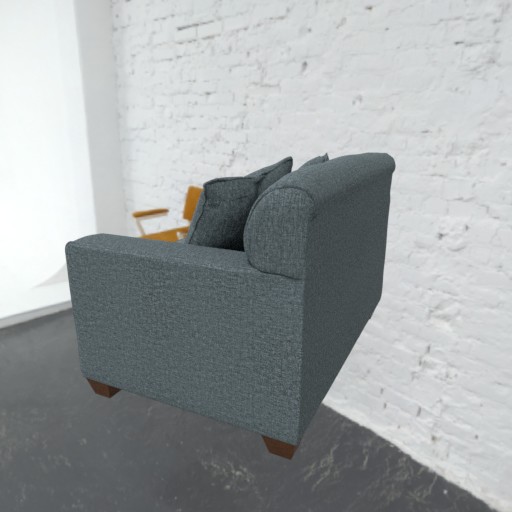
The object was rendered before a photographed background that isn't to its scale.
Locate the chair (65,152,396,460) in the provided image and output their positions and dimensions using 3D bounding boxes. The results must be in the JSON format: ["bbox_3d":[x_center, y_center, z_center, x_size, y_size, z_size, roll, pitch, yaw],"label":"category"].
[{"bbox_3d":[0.000,0.000,2.077,1.000,0.948,1.383,8,18,25],"label":"chair"}]
